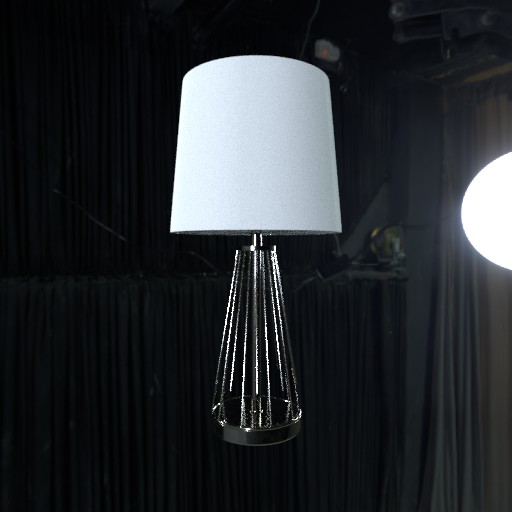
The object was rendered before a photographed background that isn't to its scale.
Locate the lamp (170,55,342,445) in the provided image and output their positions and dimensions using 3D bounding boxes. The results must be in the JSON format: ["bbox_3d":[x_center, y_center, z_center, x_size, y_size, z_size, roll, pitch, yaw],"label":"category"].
[{"bbox_3d":[0.000,0.000,0.799,0.303,0.618,0.303,0,1,0],"label":"lamp"}]
